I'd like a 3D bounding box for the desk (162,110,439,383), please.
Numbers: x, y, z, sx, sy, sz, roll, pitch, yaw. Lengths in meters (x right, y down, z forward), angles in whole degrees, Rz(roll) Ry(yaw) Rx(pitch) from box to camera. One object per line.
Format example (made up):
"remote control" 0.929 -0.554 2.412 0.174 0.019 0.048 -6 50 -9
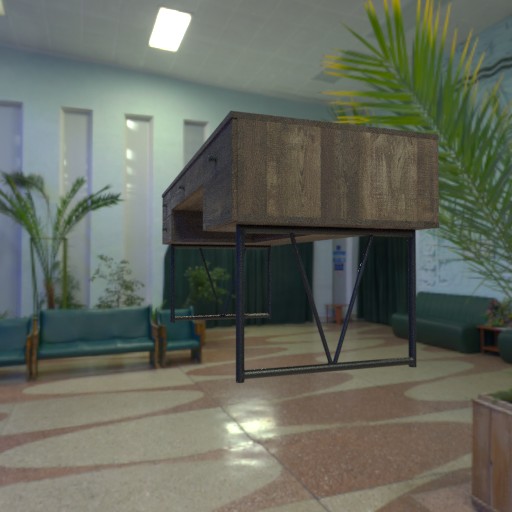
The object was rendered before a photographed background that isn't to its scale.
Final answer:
"desk" 0.000 0.000 2.095 0.730 0.780 1.600 0 -1 -19
